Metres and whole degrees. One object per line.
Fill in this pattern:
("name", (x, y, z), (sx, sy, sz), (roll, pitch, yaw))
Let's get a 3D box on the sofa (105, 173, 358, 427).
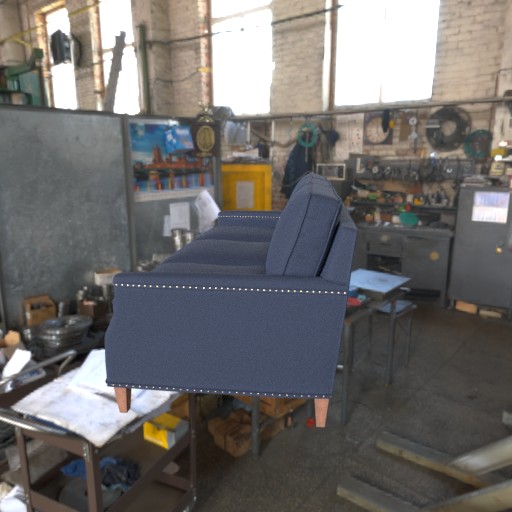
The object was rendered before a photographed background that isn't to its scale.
("sofa", (0.000, 0.000, 2.881), (1.084, 1.003, 2.246), (2, 13, 7))
